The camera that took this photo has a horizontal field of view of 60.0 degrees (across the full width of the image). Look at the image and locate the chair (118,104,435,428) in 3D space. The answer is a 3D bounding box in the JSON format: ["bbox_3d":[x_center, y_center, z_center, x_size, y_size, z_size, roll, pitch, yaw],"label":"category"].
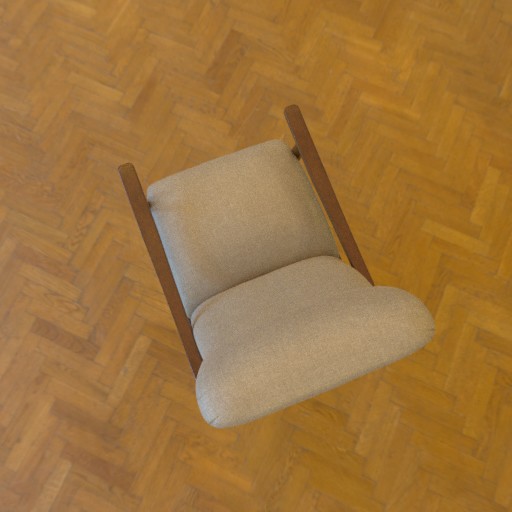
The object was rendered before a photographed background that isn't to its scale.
[{"bbox_3d":[0.000,0.000,1.727,0.762,1.082,1.030,-21,76,-5],"label":"chair"}]
